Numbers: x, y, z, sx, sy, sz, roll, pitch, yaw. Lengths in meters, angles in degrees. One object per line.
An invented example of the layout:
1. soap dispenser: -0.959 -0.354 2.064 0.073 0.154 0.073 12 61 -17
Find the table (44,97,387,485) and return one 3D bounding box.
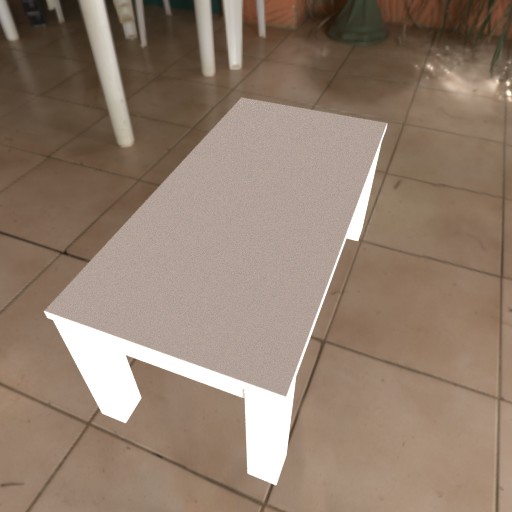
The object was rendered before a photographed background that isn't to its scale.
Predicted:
1. table: 0.000 0.000 2.314 0.900 0.790 1.800 15 47 15
